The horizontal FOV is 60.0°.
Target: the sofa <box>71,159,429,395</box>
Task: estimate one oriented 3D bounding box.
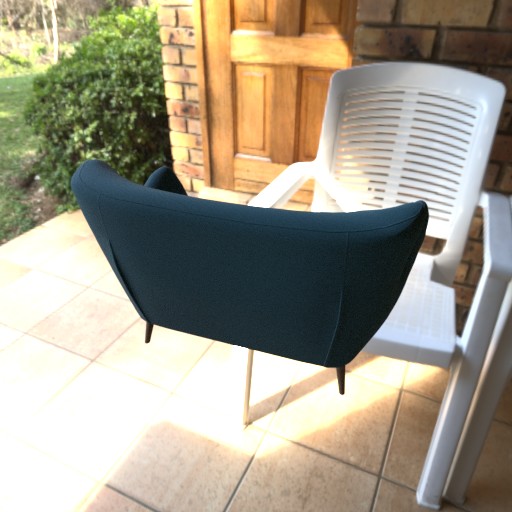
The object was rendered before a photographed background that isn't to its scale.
[{"bbox_3d":[0.000,0.000,1.979,1.397,0.889,0.889,11,33,16],"label":"sofa"}]
